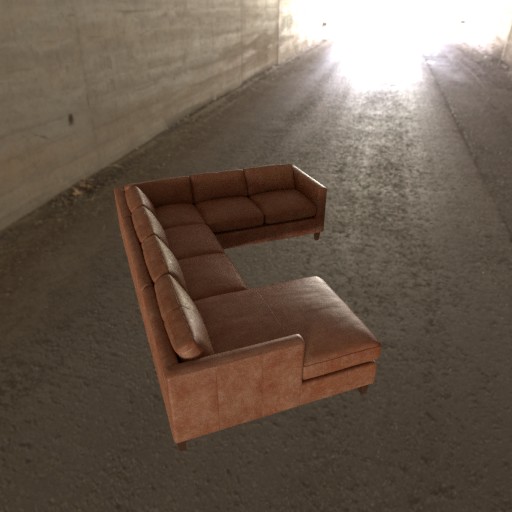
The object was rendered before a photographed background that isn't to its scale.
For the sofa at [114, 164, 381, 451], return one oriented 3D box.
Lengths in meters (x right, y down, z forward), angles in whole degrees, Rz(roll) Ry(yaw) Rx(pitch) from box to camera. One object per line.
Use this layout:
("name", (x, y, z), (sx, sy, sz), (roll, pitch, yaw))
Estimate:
("sofa", (0.000, 0.000, 4.529), (2.430, 0.832, 3.401), (-11, 31, -18))
